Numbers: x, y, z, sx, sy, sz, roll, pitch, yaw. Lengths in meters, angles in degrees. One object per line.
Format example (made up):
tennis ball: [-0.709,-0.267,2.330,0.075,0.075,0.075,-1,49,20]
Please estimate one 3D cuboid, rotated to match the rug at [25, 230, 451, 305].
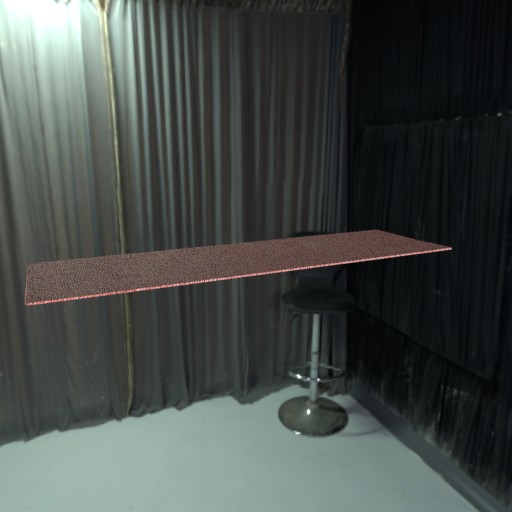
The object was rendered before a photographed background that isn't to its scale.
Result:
rug: [0.000,0.000,2.495,2.307,0.012,0.687,-6,15,-25]
